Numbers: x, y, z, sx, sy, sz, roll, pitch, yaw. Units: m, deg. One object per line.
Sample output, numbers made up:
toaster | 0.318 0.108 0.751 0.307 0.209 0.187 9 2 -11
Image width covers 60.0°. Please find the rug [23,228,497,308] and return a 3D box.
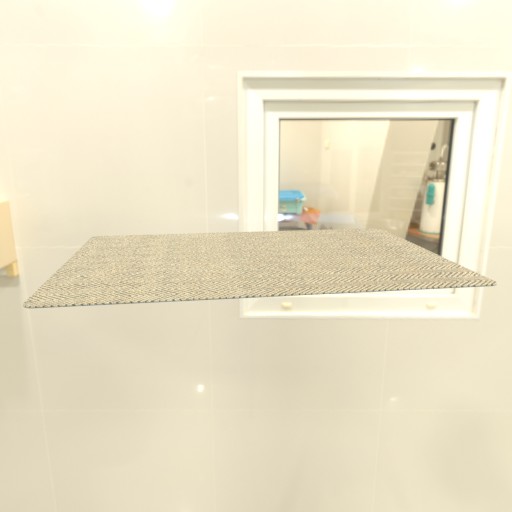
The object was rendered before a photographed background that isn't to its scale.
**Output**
rug | 0.000 0.000 2.141 1.752 0.008 1.144 -2 15 -8
